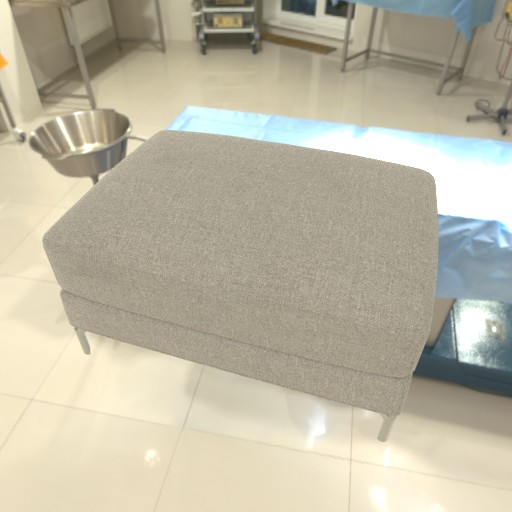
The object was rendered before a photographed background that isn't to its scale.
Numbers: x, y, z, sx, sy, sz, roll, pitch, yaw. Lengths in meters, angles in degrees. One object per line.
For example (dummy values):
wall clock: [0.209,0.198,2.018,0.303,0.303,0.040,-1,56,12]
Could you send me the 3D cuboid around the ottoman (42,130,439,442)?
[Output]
ottoman: [0.000,0.000,1.156,0.838,0.457,0.584,12,42,13]
